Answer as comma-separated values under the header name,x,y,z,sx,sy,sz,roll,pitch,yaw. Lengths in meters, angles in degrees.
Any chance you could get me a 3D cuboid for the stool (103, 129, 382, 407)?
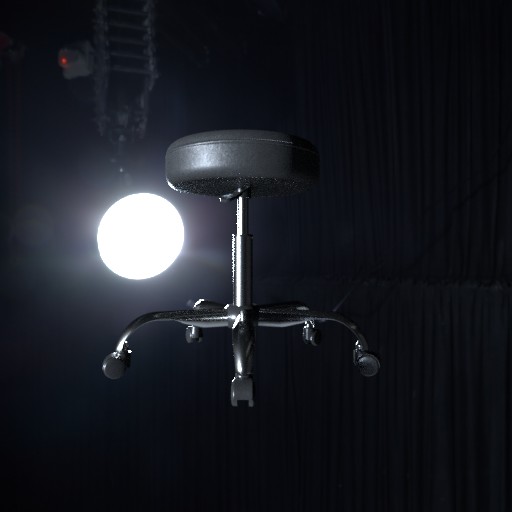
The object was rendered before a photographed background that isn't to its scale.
name,x,y,z,sx,sy,sz,roll,pitch,yaw
stool,0.000,0.000,1.170,0.638,0.576,0.673,0,0,19
